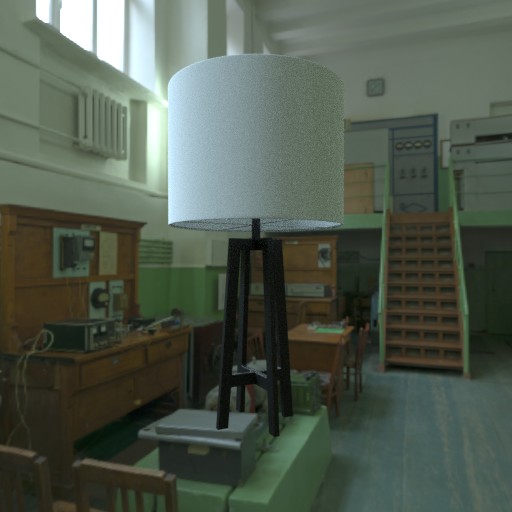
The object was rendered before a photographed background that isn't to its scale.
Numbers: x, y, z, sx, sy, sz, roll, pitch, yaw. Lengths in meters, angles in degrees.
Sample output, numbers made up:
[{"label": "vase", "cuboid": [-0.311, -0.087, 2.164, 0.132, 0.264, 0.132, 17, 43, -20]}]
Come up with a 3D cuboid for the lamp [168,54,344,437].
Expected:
[{"label": "lamp", "cuboid": [0.000, 0.000, 0.657, 0.257, 0.489, 0.257, 0, -1, 18]}]
